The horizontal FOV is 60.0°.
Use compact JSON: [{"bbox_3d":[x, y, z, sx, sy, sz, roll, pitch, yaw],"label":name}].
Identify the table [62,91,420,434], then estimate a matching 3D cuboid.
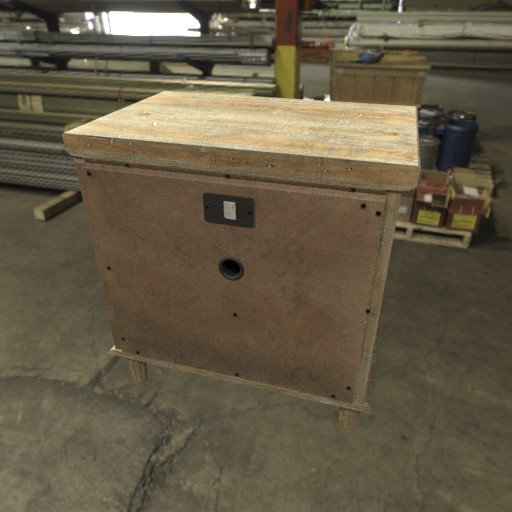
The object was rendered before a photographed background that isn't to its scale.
[{"bbox_3d":[0.000,0.000,1.162,0.686,0.711,0.457,9,32,14],"label":"table"}]
